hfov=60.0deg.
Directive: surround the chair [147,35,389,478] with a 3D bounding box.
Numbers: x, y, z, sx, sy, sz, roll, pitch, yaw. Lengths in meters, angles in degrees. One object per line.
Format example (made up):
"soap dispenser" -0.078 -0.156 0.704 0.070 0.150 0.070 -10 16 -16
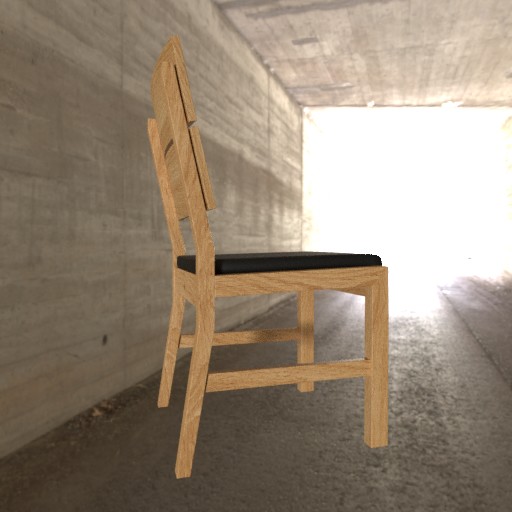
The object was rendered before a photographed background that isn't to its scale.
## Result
"chair" 0.000 0.000 1.250 0.569 0.950 0.475 0 2 -17
